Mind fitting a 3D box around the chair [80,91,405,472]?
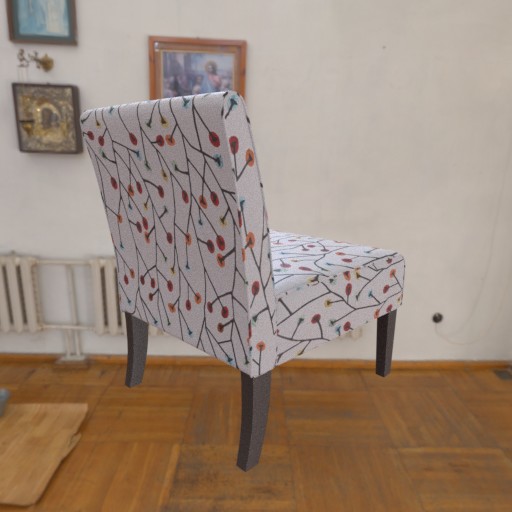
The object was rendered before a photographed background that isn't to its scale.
[{"bbox_3d":[0.000,0.000,1.299,0.597,0.813,0.732,13,19,43],"label":"chair"}]
